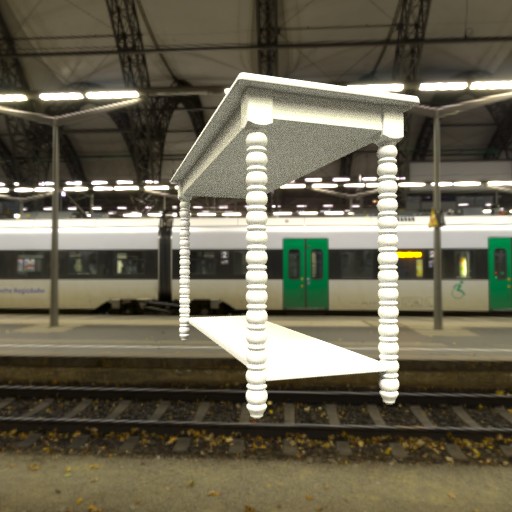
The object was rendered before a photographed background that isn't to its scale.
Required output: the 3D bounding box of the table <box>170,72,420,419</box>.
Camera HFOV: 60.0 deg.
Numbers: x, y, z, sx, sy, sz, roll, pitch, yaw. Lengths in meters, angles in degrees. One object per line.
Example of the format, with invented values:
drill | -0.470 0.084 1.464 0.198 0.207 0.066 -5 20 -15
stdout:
table | 0.000 0.000 1.545 0.459 0.740 1.184 0 -2 -18
